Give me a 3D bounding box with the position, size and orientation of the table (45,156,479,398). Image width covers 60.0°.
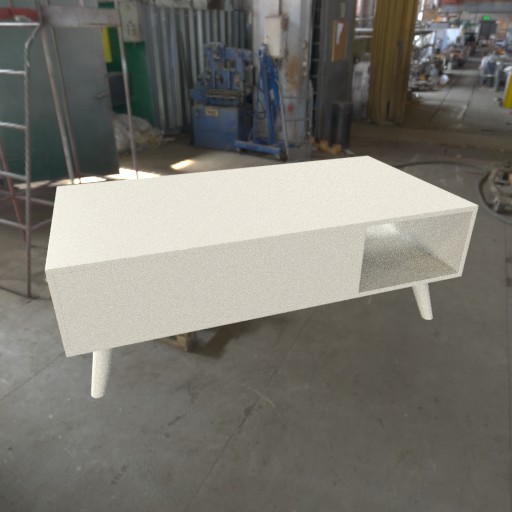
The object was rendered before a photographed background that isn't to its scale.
[{"bbox_3d":[0.000,0.000,1.500,1.194,0.432,0.609,-9,29,-17],"label":"table"}]
